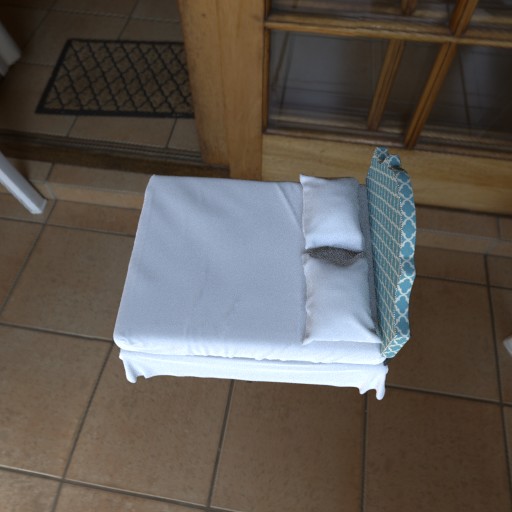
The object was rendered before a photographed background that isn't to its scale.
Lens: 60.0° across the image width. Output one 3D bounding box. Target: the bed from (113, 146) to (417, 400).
[{"bbox_3d":[0.000,0.000,3.472,2.222,1.633,1.780,3,59,2],"label":"bed"}]
